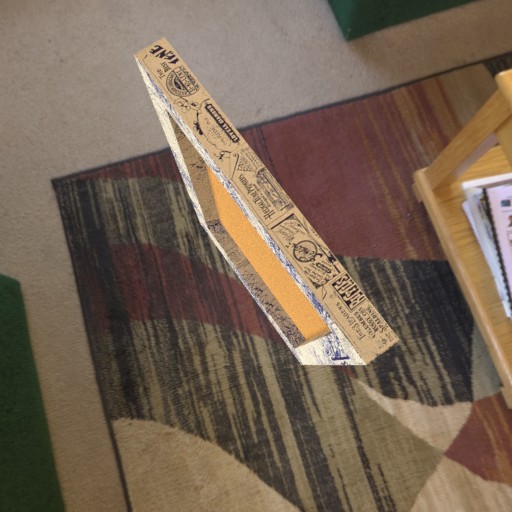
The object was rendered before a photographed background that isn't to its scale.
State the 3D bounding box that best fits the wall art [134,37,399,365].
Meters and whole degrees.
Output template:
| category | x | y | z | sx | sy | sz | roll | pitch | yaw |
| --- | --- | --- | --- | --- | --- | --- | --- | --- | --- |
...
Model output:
| category | x | y | z | sx | sy | sz | roll | pitch | yaw |
| --- | --- | --- | --- | --- | --- | --- | --- | --- | --- |
| wall art | 0.000 | 0.000 | 0.742 | 0.040 | 0.601 | 0.408 | -35 | 79 | -8 |
